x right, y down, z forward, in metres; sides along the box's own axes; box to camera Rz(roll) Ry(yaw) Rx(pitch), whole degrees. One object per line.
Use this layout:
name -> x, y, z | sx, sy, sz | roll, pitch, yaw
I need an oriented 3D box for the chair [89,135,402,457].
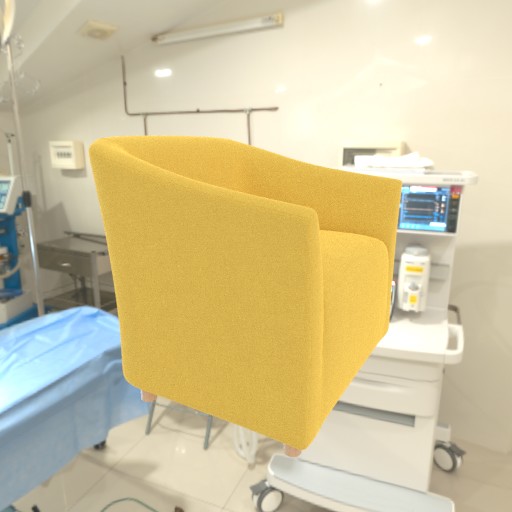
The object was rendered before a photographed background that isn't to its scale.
chair -> 0.000, 0.000, 1.368 | 0.700, 0.720, 0.790 | 8, 17, 29
